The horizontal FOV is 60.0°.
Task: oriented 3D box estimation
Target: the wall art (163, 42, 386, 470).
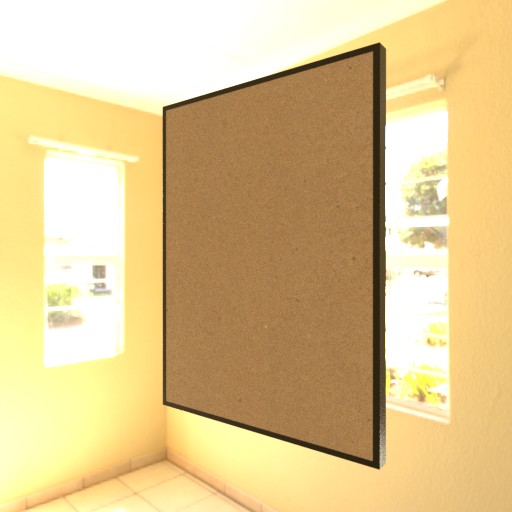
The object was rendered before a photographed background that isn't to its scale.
[{"bbox_3d":[0.000,0.000,1.337,0.788,1.046,0.043,0,0,37],"label":"wall art"}]
